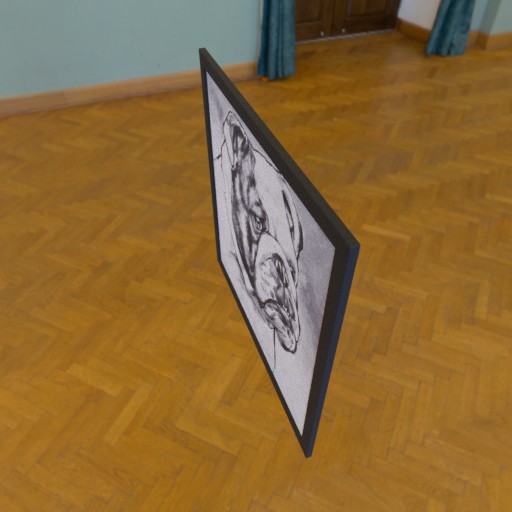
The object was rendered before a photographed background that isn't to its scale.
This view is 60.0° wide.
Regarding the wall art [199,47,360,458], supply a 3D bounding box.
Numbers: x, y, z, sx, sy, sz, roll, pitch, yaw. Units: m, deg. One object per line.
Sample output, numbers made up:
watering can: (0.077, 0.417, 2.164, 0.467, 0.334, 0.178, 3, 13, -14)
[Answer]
wall art: (0.000, 0.000, 0.828, 0.012, 0.558, 0.562, -15, 47, -15)
